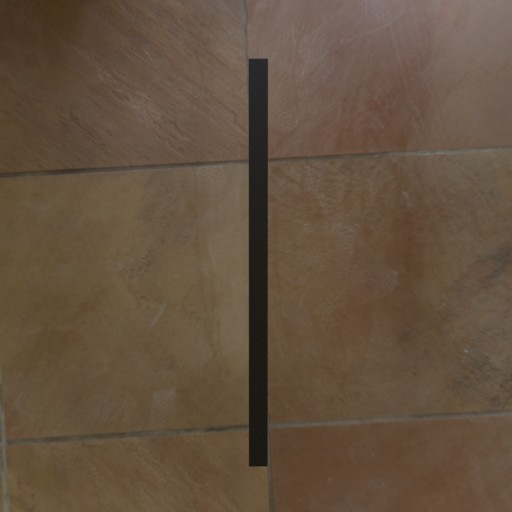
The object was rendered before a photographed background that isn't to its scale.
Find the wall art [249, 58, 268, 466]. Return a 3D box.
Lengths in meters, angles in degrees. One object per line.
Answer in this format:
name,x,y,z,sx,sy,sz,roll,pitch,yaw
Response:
wall art,0.000,0.000,1.405,0.038,1.062,0.806,0,92,0
